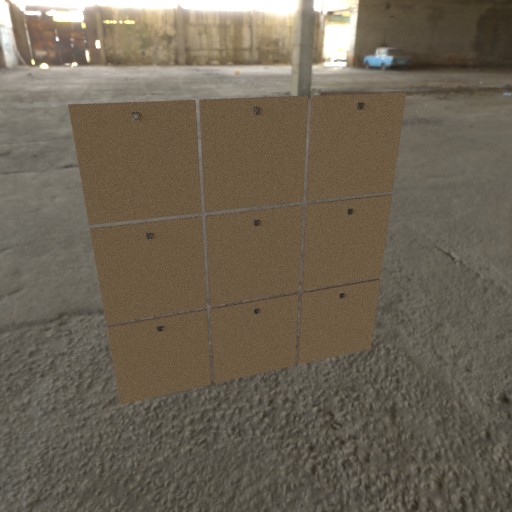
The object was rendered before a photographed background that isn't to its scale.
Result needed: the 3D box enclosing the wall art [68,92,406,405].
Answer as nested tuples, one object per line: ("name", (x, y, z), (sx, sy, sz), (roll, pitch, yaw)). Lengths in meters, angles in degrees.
("wall art", (0.000, 0.000, 1.801), (1.221, 1.218, 0.019), (-8, 27, -17))
